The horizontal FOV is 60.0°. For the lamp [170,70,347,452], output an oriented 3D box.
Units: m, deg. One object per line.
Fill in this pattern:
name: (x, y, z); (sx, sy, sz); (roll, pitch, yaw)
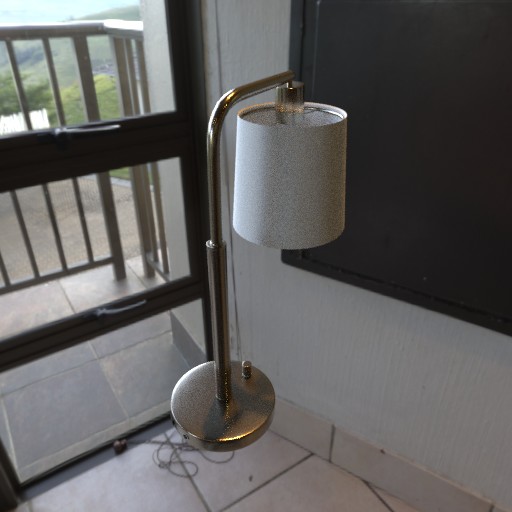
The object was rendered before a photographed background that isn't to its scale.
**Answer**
lamp: (0.000, 0.000, 0.645); (0.171, 0.489, 0.333); (22, 37, 32)
